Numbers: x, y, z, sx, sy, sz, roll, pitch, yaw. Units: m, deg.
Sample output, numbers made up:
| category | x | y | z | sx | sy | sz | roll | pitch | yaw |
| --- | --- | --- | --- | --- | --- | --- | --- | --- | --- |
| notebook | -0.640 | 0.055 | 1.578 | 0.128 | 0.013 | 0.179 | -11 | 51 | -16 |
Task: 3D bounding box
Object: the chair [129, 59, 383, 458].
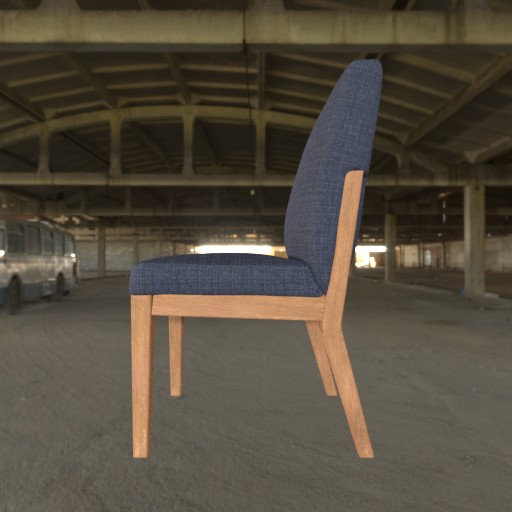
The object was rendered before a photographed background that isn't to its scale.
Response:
| category | x | y | z | sx | sy | sz | roll | pitch | yaw |
| --- | --- | --- | --- | --- | --- | --- | --- | --- | --- |
| chair | 0.000 | 0.000 | 1.236 | 0.586 | 0.911 | 0.507 | 0 | 0 | 0 |
